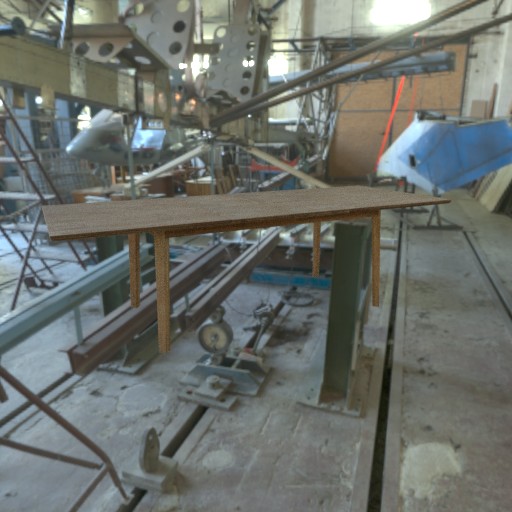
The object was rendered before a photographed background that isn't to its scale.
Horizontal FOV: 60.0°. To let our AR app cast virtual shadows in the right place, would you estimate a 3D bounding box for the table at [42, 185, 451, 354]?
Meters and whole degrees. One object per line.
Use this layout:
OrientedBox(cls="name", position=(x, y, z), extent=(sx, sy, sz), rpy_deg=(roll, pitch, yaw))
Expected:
OrientedBox(cls="table", position=(0.000, 0.000, 3.106), extent=(2.603, 0.752, 1.000), rpy_deg=(-8, 17, -26))
